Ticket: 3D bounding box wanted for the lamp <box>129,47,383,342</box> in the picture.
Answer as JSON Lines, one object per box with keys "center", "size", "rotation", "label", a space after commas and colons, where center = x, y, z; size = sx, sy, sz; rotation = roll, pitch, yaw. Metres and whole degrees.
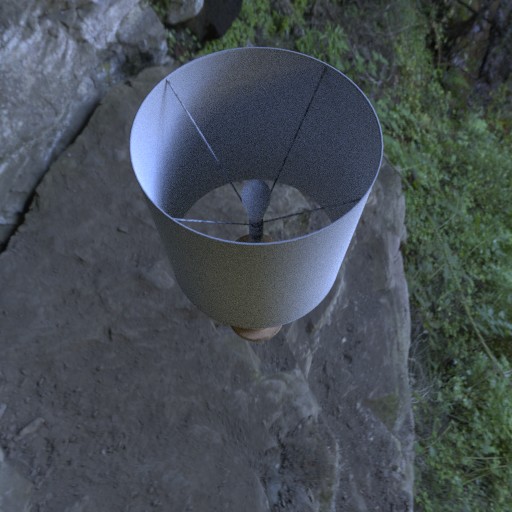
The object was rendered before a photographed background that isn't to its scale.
{"center": [0.000, 0.000, 0.570], "size": [0.208, 0.455, 0.208], "rotation": [17, 65, 8], "label": "lamp"}
